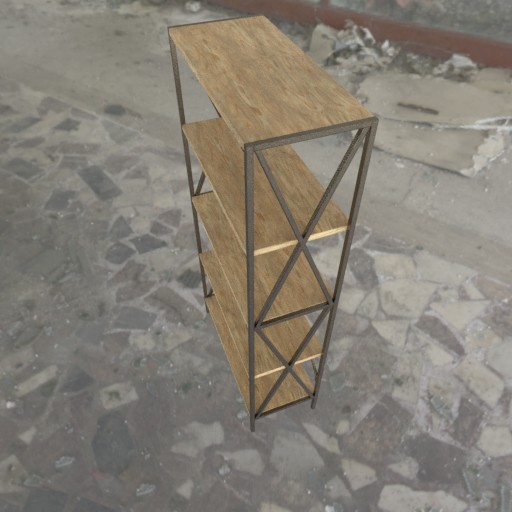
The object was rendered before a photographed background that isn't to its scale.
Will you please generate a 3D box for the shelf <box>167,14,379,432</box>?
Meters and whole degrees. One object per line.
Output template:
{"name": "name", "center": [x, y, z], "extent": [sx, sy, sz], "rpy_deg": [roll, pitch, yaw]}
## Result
{"name": "shelf", "center": [0.000, 0.000, 2.096], "extent": [0.386, 1.803, 0.874], "rpy_deg": [-15, 49, -14]}
